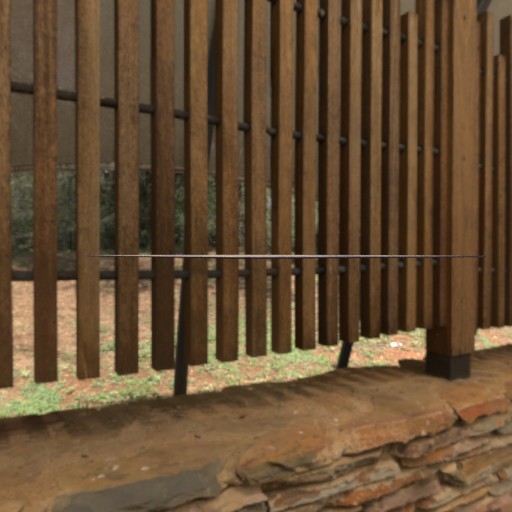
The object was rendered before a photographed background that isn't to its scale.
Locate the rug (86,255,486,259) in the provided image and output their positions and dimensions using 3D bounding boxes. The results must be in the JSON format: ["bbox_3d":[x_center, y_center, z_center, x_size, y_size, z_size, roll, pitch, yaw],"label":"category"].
[{"bbox_3d":[0.000,0.000,2.941,1.630,0.009,2.232,0,0,-35],"label":"rug"}]
